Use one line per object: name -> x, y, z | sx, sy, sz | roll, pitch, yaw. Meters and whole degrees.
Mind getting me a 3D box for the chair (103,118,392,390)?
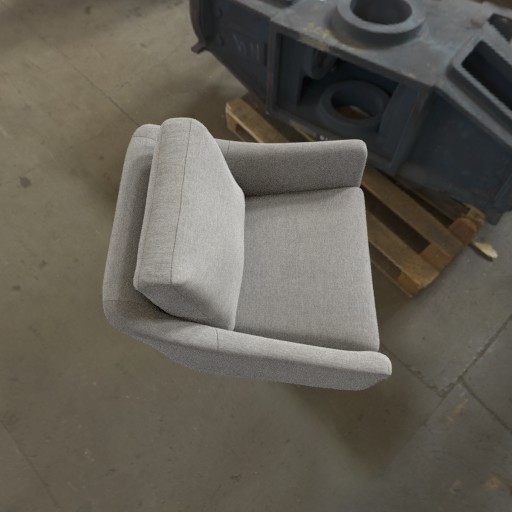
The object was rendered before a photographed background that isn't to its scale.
chair -> 0.000, 0.000, 1.788 | 0.961, 0.902, 0.986 | 1, 64, 0
